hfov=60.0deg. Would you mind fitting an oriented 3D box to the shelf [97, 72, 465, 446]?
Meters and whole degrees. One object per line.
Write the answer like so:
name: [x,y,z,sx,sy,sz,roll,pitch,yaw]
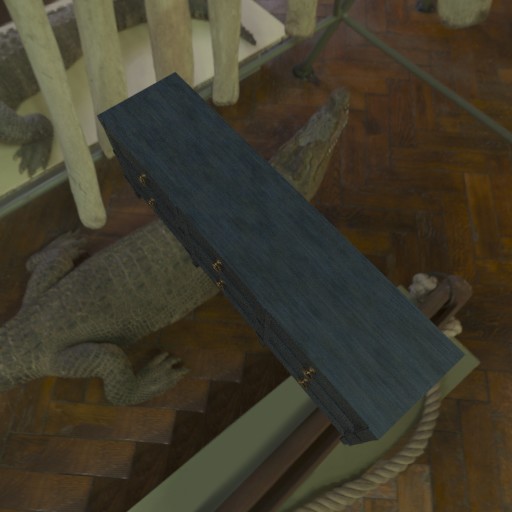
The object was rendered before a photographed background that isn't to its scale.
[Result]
shelf: [0.000,0.000,2.216,0.471,0.715,1.878,-36,70,-16]
